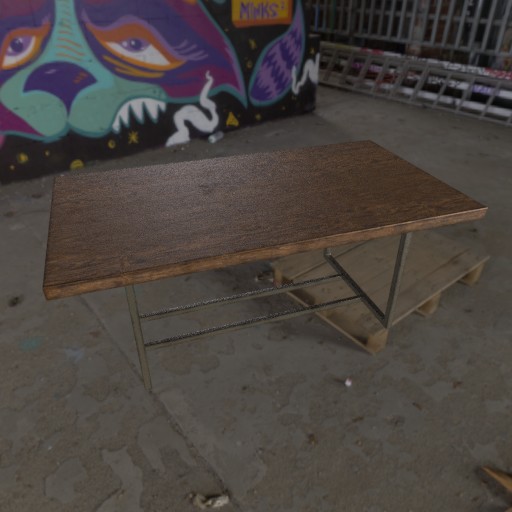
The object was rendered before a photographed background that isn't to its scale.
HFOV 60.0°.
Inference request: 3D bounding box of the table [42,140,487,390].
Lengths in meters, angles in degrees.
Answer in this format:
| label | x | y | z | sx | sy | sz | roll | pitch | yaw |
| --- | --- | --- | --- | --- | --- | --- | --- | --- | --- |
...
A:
| label | x | y | z | sx | sy | sz | roll | pitch | yaw |
| --- | --- | --- | --- | --- | --- | --- | --- | --- | --- |
| table | 0.000 | 0.000 | 2.500 | 1.989 | 0.795 | 1.078 | -10 | 34 | -16 |
